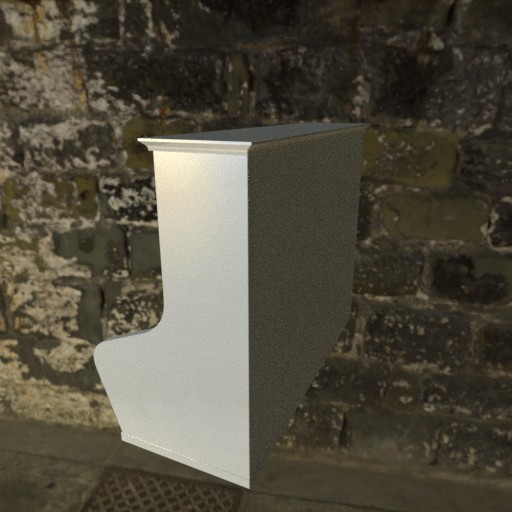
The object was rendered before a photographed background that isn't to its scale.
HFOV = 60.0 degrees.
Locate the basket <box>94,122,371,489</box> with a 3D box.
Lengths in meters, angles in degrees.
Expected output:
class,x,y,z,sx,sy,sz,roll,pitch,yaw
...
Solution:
class,x,y,z,sx,sy,sz,roll,pitch,yaw
basket,0.000,0.000,1.079,0.350,0.600,0.780,8,20,24
